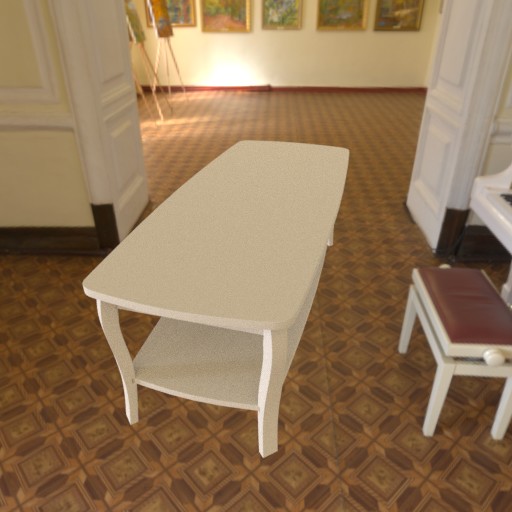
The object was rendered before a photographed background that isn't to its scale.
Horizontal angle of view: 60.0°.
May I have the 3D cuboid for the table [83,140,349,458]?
[{"bbox_3d":[0.000,0.000,1.625,0.561,0.474,1.334,8,31,13],"label":"table"}]
